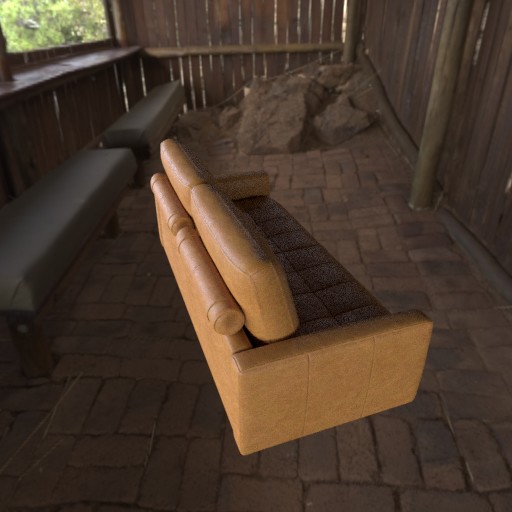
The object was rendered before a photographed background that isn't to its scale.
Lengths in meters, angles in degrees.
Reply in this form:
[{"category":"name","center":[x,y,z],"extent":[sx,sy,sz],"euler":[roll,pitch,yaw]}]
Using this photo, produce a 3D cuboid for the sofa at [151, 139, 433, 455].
[{"category":"sofa","center":[0.000,0.000,2.334],"extent":[0.850,0.898,1.821],"euler":[-10,32,-17]}]
